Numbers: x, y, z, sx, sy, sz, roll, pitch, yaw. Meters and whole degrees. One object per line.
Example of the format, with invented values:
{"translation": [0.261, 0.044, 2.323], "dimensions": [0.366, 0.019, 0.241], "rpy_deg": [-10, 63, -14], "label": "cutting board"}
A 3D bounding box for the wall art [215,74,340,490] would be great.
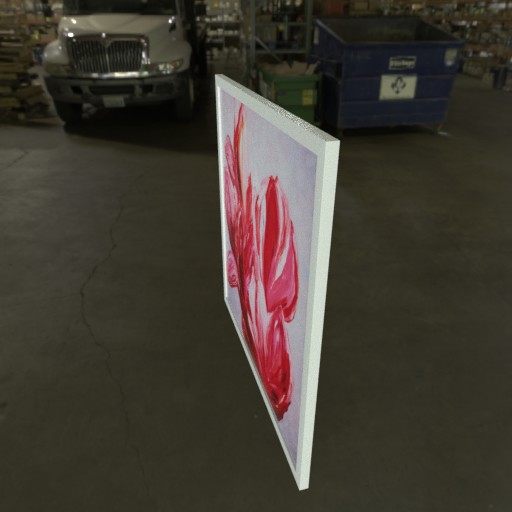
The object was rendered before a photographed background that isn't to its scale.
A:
{"translation": [0.000, 0.000, 1.168], "dimensions": [0.022, 0.803, 0.805], "rpy_deg": [-8, 30, -14], "label": "wall art"}
